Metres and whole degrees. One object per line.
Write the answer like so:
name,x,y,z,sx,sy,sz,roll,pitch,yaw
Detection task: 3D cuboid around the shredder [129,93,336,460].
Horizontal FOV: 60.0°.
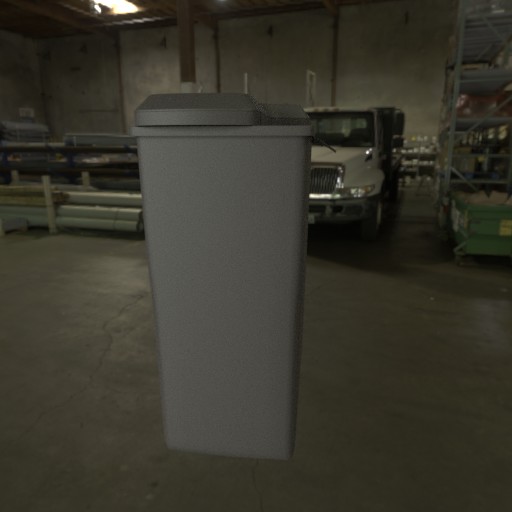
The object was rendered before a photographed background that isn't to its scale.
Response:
shredder,0.000,0.000,0.510,0.170,0.335,0.320,2,14,7
